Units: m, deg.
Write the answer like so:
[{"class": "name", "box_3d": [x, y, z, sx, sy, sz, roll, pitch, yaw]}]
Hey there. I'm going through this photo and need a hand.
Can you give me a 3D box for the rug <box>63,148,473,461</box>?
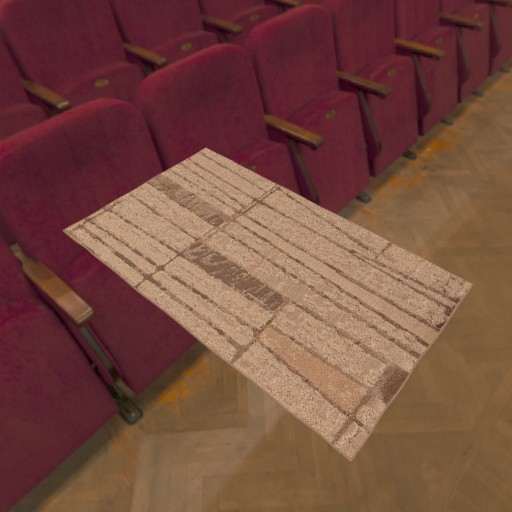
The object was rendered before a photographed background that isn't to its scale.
[{"class": "rug", "box_3d": [0.000, 0.000, 1.071, 0.867, 0.007, 0.515, 32, 54, 27]}]
